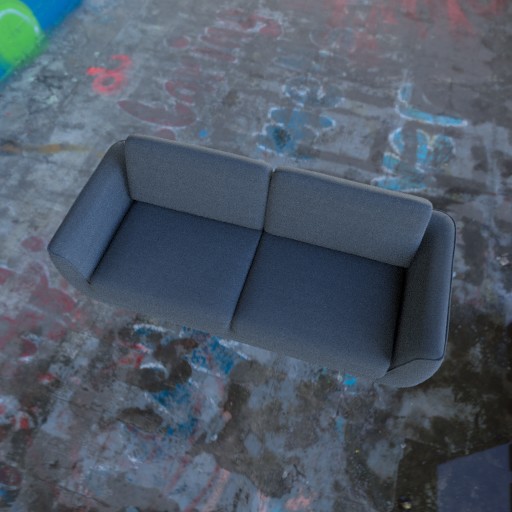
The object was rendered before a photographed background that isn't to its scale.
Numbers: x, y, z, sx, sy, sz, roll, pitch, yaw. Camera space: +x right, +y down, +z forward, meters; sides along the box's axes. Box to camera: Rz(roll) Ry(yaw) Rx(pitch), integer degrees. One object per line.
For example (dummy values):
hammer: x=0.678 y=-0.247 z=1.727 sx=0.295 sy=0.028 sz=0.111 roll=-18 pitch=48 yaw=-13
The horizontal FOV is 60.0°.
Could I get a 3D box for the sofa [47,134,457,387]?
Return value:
sofa: x=0.000 y=0.000 z=2.447 sx=2.000 sy=0.850 sz=0.920 roll=15 pitch=60 yaw=9
